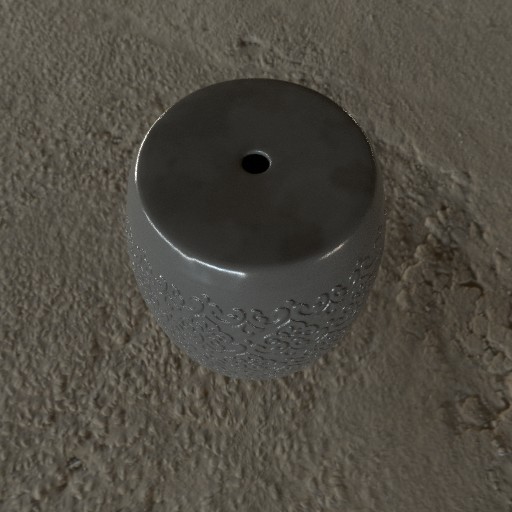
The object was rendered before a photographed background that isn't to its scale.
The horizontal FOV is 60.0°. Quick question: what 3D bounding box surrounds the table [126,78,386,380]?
[{"bbox_3d":[0.000,0.000,0.596,0.309,0.397,0.309,0,63,0],"label":"table"}]
